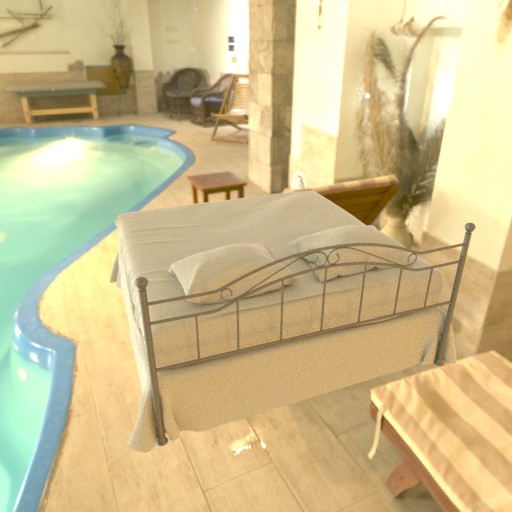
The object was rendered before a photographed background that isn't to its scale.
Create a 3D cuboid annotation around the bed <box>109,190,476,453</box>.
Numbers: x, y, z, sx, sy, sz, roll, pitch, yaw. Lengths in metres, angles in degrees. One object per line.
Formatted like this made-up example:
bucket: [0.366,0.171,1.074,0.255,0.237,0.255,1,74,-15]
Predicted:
bed: [0.000,0.000,3.512,2.309,1.080,2.220,-9,28,-18]
